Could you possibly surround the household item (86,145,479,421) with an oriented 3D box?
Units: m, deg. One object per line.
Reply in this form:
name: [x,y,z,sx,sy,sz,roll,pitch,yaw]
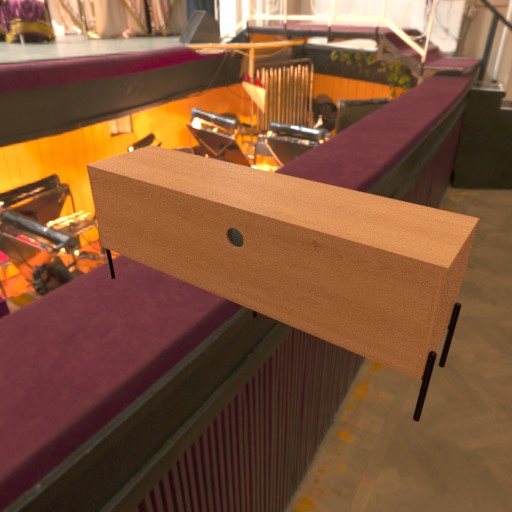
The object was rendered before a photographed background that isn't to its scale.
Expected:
household item: [0.000,0.000,1.824,1.550,0.600,0.400,19,35,30]
